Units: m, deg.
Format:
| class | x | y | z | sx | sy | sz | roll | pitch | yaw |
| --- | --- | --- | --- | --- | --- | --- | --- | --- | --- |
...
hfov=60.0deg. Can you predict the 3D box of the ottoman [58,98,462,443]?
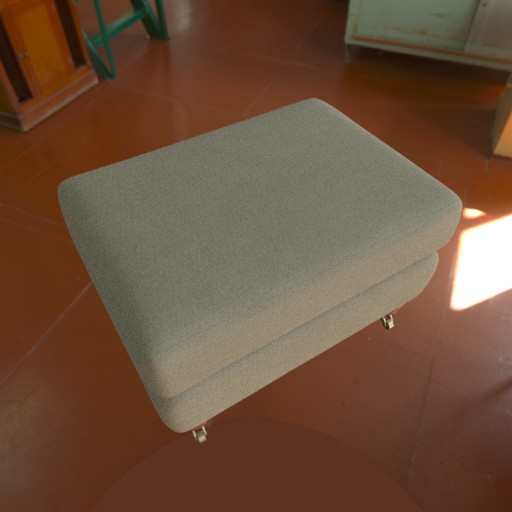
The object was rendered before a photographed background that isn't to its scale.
| class | x | y | z | sx | sy | sz | roll | pitch | yaw |
| --- | --- | --- | --- | --- | --- | --- | --- | --- | --- |
| ottoman | 0.000 | 0.000 | 1.138 | 0.773 | 0.504 | 0.569 | -25 | 53 | -21 |
